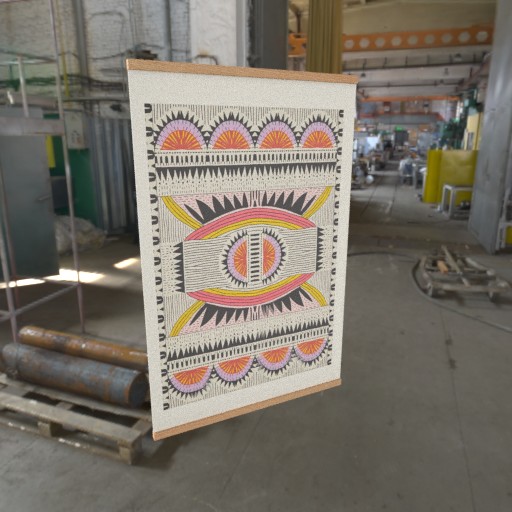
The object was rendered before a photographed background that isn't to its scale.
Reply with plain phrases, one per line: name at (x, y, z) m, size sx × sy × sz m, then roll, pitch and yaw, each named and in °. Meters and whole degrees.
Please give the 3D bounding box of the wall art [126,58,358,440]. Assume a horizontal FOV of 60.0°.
wall art at (0.000, 0.000, 1.951) m, size 0.999 × 1.533 × 0.028 m, roll -8°, pitch 17°, yaw -26°
